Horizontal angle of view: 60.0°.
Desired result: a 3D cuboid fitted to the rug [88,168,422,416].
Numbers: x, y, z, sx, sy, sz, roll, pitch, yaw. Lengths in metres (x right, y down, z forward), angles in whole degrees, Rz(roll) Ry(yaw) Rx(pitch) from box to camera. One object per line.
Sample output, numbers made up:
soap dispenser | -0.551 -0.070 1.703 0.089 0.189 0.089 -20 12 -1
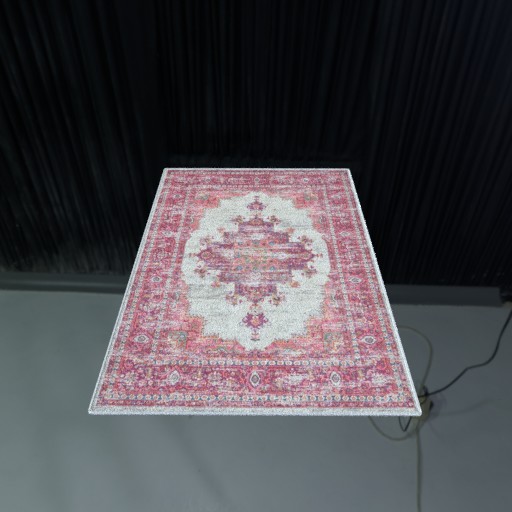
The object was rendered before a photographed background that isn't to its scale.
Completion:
rug | 0.000 0.000 2.267 1.217 0.011 1.747 0 41 0
